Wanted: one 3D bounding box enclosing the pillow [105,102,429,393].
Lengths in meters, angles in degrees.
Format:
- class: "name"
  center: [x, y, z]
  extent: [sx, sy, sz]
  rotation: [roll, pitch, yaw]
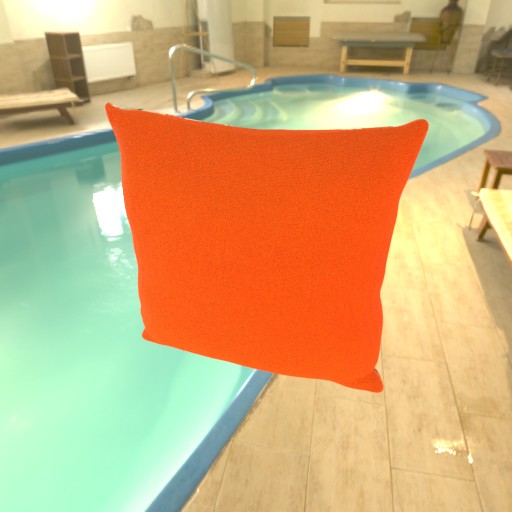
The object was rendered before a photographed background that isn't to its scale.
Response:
- class: "pillow"
  center: [0.000, 0.000, 0.676]
  extent: [0.440, 0.441, 0.182]
  rotation: [9, 32, 14]
